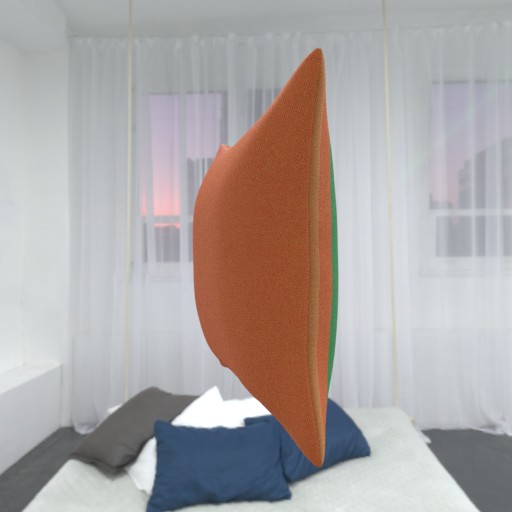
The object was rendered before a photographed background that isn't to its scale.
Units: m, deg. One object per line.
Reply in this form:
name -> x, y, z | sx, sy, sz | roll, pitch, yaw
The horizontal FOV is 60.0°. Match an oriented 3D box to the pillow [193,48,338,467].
pillow -> 0.000, 0.000, 0.681 | 0.169, 0.444, 0.453 | 0, 0, -17
